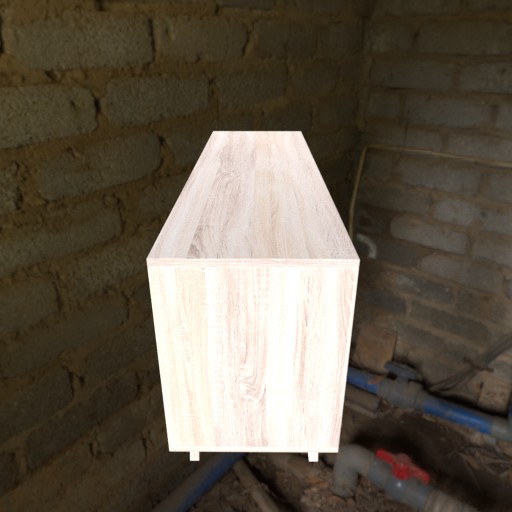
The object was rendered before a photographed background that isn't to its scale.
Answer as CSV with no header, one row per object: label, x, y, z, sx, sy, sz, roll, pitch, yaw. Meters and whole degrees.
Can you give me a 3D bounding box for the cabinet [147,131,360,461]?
cabinet,0.000,0.000,1.948,0.500,0.780,1.650,0,26,0
